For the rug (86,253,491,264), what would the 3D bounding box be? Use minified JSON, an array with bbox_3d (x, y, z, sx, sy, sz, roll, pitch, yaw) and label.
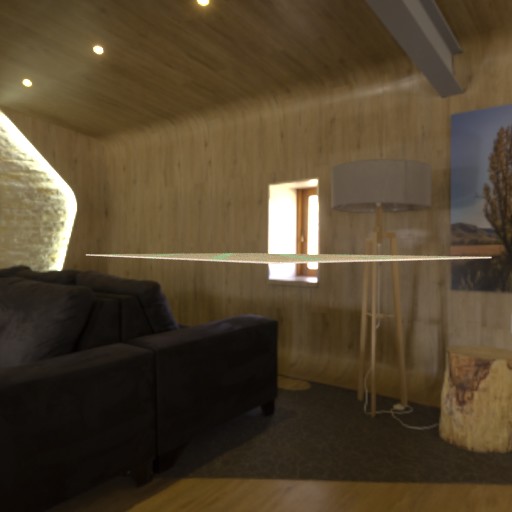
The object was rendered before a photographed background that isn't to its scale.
[{"bbox_3d":[0.000,0.000,2.898,1.524,0.006,2.286,-1,1,-36],"label":"rug"}]
